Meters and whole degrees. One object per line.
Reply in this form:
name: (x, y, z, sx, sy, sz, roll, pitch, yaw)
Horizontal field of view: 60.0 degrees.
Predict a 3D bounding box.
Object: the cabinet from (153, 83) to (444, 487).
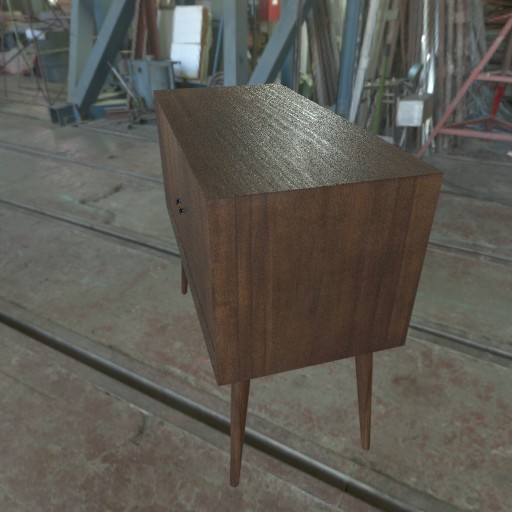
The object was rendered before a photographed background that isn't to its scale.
cabinet: (0.000, 0.000, 1.078, 0.354, 0.654, 0.743, -9, 32, -14)
